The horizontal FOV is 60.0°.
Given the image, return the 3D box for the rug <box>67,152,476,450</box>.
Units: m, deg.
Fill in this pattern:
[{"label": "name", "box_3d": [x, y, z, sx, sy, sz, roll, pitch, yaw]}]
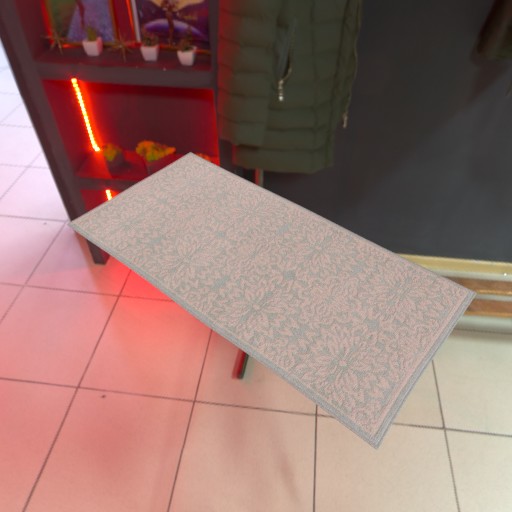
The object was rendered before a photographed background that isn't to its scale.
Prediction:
[{"label": "rug", "box_3d": [0.000, 0.000, 1.439, 1.219, 0.007, 0.604, 30, 53, 27]}]
